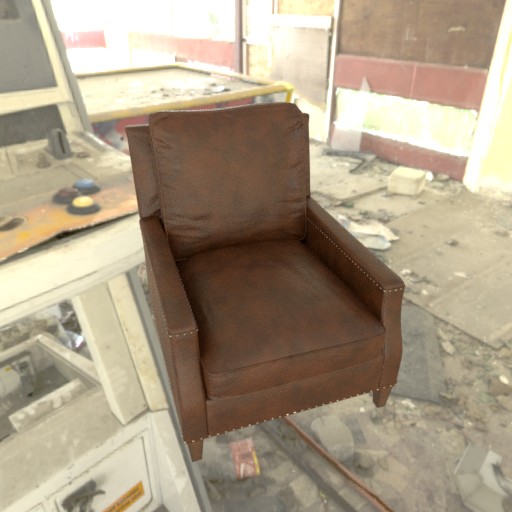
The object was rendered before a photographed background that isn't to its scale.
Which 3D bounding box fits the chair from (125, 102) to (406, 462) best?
[{"bbox_3d":[0.000,0.000,1.824,0.854,1.054,1.035,-10,31,-16],"label":"chair"}]
